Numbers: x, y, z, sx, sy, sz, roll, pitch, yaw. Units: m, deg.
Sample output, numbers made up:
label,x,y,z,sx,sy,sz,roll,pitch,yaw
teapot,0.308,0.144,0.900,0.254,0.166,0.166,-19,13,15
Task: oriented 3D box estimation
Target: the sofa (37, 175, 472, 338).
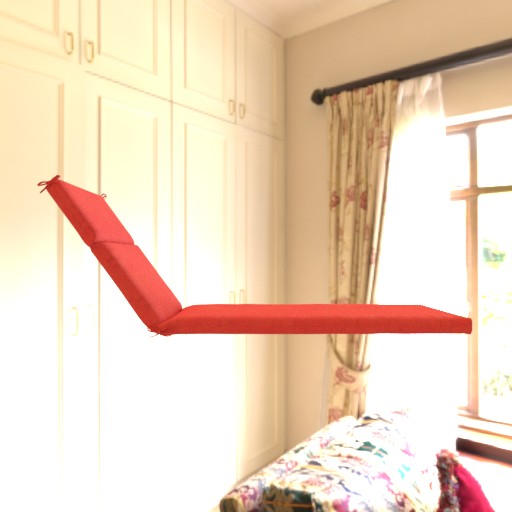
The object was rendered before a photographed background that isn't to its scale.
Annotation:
label,x,y,z,sx,sy,sz,roll,pitch,yaw
sofa,0.000,0.000,1.942,1.663,0.622,0.582,0,0,0
